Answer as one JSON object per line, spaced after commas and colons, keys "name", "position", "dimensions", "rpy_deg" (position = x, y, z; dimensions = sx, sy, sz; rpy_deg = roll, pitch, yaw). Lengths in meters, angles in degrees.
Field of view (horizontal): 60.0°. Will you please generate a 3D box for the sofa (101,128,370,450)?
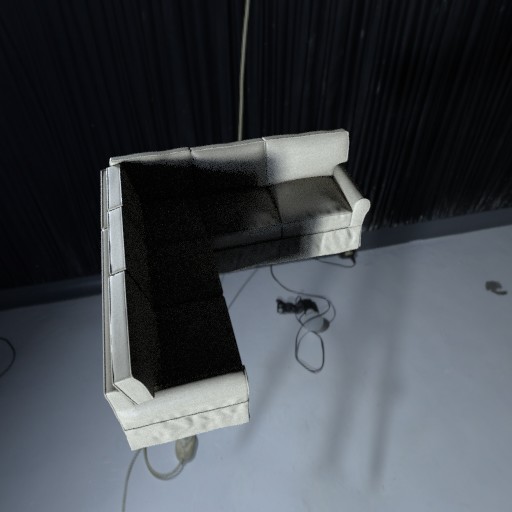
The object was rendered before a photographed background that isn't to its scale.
{"name": "sofa", "position": [0.000, 0.000, 4.095], "dimensions": [2.623, 1.081, 2.618], "rpy_deg": [-10, 46, -10]}
